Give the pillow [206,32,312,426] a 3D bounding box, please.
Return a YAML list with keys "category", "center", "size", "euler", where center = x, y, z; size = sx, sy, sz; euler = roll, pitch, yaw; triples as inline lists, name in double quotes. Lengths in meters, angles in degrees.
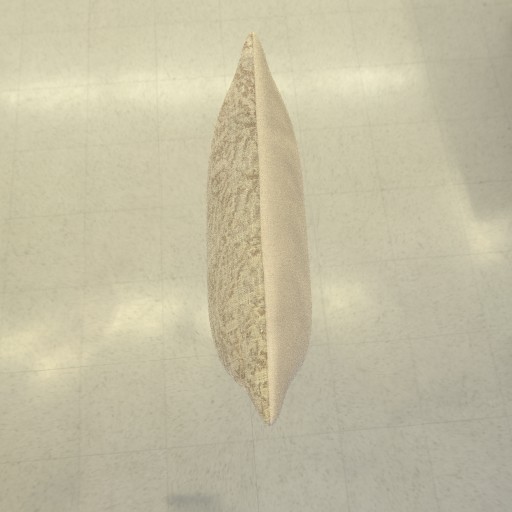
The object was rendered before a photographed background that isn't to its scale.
- category: "pillow"
  center: [0.000, 0.000, 0.789]
  size: [0.166, 0.510, 0.523]
  euler: [-2, 74, -1]
